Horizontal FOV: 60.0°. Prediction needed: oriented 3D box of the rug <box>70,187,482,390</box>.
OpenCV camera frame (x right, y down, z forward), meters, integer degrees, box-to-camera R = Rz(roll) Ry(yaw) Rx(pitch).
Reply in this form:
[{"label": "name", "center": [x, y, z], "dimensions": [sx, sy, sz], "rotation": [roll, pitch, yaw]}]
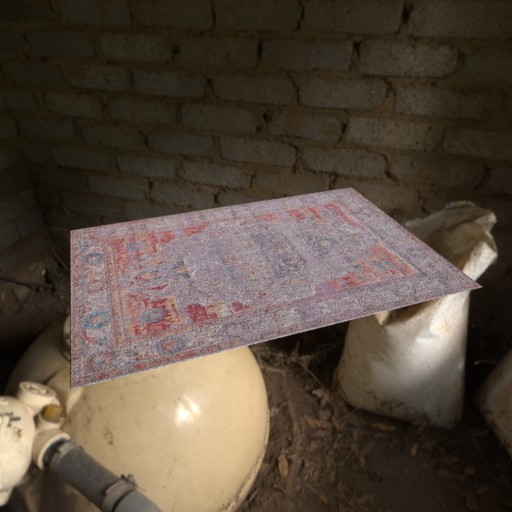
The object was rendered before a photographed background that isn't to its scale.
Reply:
[{"label": "rug", "center": [0.000, 0.000, 2.313], "dimensions": [1.829, 0.005, 1.219], "rotation": [-11, 34, -16]}]
